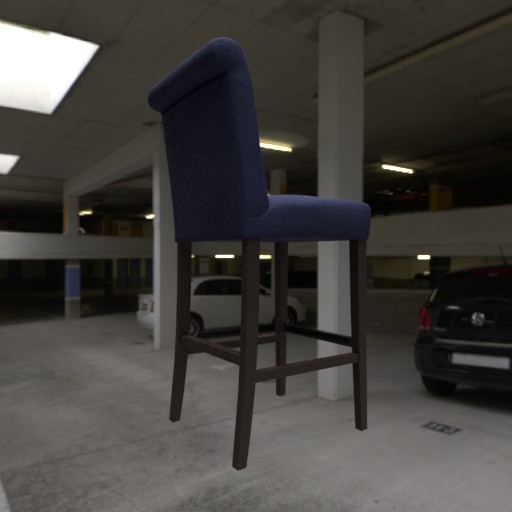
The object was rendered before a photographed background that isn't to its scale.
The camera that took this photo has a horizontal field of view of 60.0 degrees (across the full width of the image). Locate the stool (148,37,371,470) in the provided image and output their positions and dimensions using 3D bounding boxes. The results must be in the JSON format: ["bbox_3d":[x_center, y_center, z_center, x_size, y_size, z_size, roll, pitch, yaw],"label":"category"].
[{"bbox_3d":[0.000,0.000,1.469,0.601,1.140,0.493,0,0,-35],"label":"stool"}]
